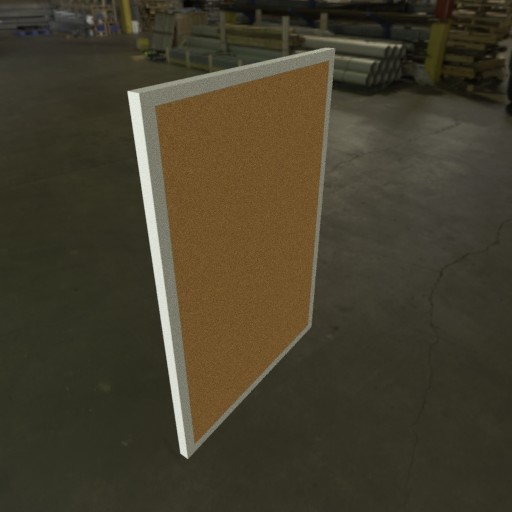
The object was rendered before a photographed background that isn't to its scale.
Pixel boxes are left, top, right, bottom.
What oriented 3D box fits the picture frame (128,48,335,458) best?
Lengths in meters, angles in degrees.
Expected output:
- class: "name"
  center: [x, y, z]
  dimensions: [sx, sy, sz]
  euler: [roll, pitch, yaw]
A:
- class: "picture frame"
  center: [0.000, 0.000, 0.542]
  dimensions: [0.013, 0.434, 0.305]
  euler: [21, 38, 30]
